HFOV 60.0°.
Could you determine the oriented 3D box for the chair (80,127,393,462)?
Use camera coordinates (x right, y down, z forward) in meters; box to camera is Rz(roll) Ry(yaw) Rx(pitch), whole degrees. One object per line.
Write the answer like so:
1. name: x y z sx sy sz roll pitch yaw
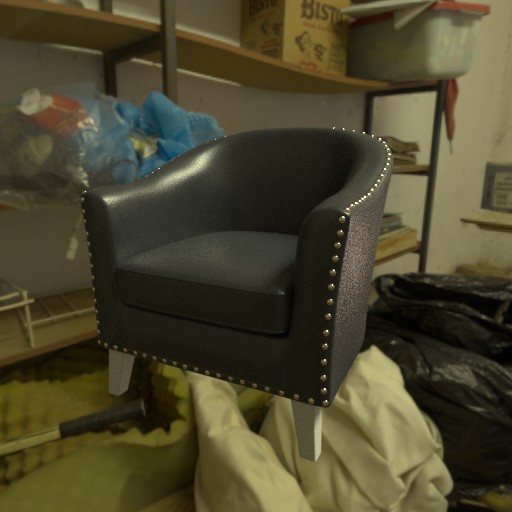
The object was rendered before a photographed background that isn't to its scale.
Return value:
1. chair: 0.000 0.000 1.429 0.794 0.823 0.748 7 16 27
